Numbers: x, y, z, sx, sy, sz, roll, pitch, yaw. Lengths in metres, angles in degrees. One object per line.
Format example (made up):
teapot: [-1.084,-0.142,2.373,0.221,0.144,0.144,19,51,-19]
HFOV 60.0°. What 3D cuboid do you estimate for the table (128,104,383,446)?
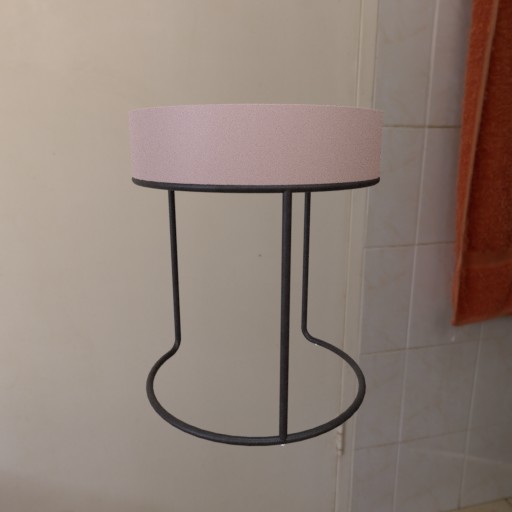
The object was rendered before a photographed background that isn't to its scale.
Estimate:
table: [0.000,0.000,0.870,0.450,0.530,0.450,0,14,0]
